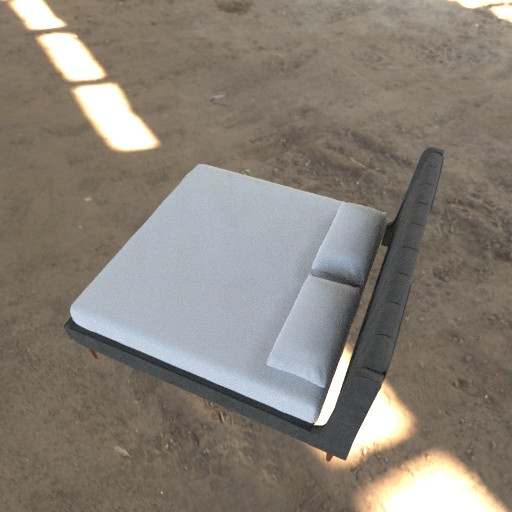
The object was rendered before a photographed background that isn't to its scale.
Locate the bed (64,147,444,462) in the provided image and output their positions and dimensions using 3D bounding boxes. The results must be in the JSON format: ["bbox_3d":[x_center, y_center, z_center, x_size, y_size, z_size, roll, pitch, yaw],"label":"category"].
[{"bbox_3d":[0.000,0.000,2.540,1.638,0.933,1.531,18,50,16],"label":"bed"}]
